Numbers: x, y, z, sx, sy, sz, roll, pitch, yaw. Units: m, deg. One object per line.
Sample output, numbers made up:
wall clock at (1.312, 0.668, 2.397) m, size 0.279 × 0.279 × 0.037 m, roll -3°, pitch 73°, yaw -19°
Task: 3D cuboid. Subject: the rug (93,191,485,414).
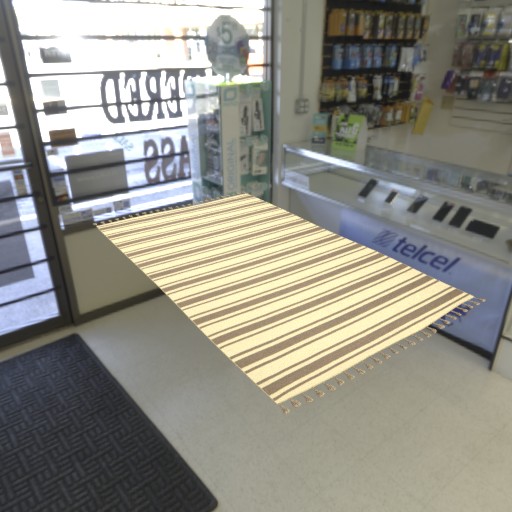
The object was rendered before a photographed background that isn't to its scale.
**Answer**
rug at (0.000, 0.000, 2.542) m, size 1.229 × 0.011 × 2.096 m, roll -17°, pitch 31°, yaw -31°
